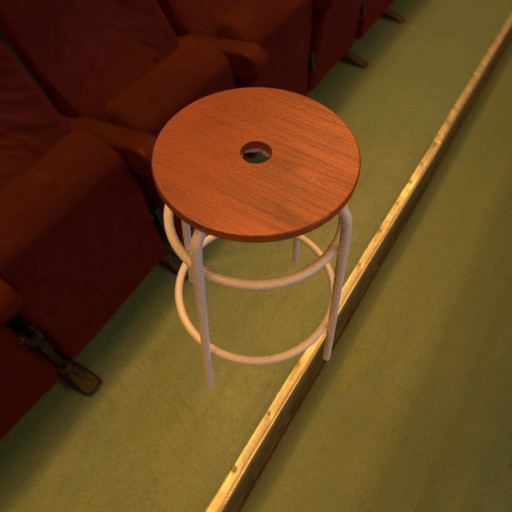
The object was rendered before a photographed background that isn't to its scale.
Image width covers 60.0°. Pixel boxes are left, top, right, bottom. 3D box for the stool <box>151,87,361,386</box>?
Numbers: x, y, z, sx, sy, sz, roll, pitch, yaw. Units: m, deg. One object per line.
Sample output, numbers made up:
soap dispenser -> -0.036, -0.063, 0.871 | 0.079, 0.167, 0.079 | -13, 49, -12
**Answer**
stool -> 0.000, 0.000, 0.967 | 0.455, 0.610, 0.455 | 28, 61, 17
